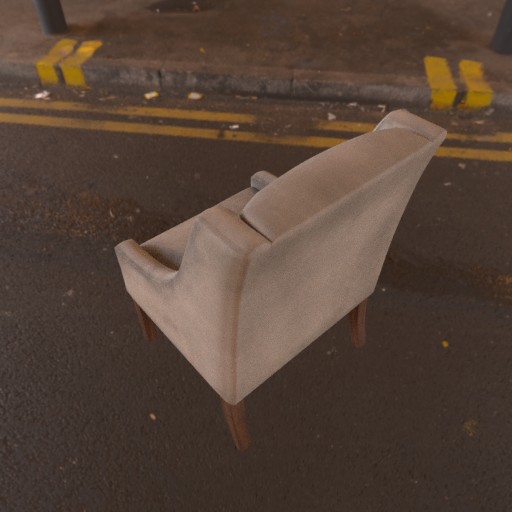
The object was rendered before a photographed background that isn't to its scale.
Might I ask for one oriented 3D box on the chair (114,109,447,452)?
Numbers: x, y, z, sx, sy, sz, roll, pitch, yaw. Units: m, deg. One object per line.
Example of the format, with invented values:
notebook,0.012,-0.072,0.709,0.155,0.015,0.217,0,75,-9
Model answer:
chair,0.000,0.000,1.323,0.629,0.895,0.629,-32,54,-28
